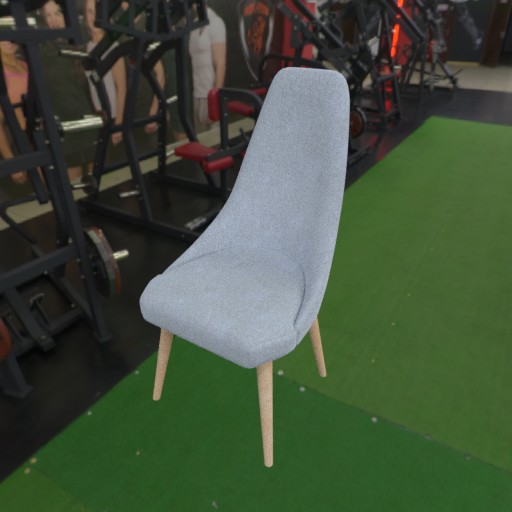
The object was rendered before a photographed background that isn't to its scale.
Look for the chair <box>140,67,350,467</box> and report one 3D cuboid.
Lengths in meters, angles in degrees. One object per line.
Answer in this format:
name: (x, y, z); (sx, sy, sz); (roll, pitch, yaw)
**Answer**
chair: (0.000, 0.000, 1.404); (0.510, 1.040, 0.660); (18, 34, 29)
